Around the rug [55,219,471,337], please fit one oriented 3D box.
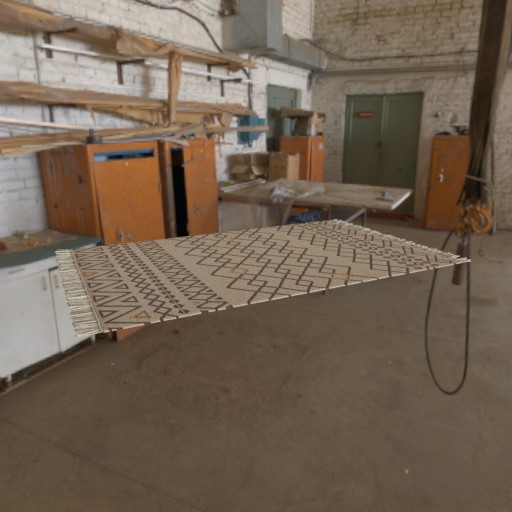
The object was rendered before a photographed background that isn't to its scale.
[{"bbox_3d":[0.000,0.000,2.486,2.023,0.028,1.224,-8,18,-26],"label":"rug"}]
